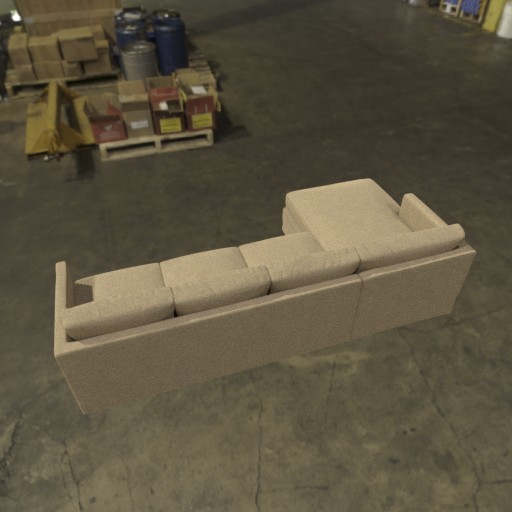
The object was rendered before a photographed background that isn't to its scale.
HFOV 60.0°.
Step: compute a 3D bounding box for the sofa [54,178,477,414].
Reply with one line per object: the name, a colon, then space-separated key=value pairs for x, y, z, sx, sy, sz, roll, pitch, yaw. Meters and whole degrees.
sofa: x=0.000 y=0.000 z=3.887 sx=3.198 sy=0.920 sz=1.638 roll=-12 pitch=43 yaw=-14
